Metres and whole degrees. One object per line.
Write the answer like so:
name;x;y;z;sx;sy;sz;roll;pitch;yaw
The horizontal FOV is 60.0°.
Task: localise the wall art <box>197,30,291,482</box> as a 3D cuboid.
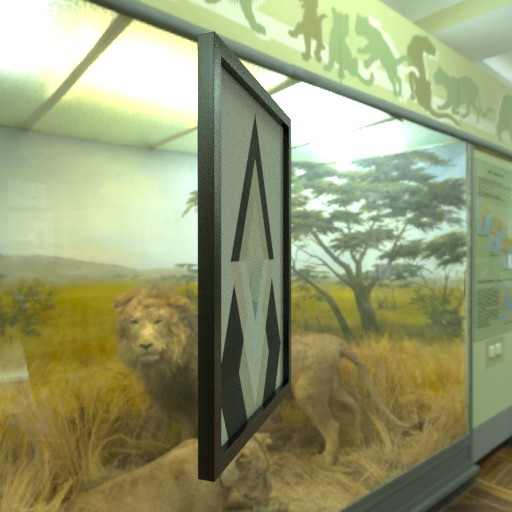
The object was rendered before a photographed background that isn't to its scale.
wall art;0.000;0.000;0.598;0.019;0.455;0.314;0;1;19
